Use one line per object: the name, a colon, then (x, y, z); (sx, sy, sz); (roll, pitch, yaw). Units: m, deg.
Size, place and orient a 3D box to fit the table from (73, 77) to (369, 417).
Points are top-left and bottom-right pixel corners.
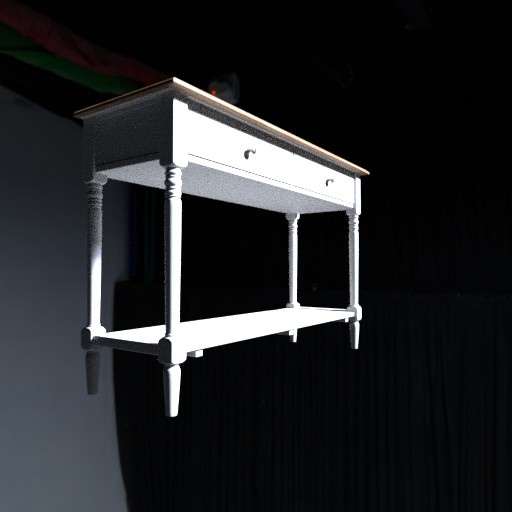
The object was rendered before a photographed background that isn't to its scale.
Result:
table: (0.000, 0.000, 1.619); (0.399, 0.800, 1.219); (-1, -2, 35)
